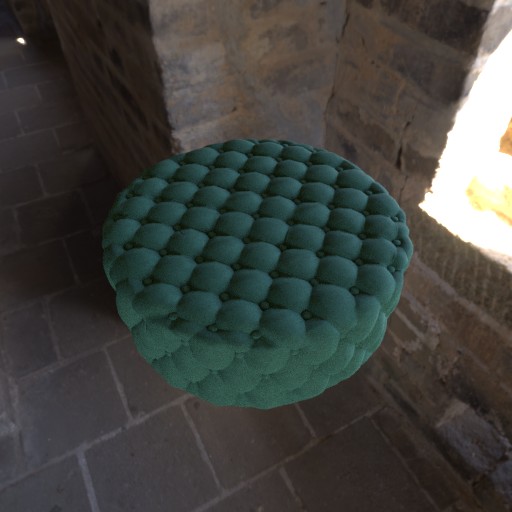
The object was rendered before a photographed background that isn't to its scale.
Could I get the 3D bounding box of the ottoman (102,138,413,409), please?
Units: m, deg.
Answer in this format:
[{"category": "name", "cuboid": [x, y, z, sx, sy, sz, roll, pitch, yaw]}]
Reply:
[{"category": "ottoman", "cuboid": [0.000, 0.000, 1.559, 0.998, 0.399, 0.998, 0, 46, 0]}]
